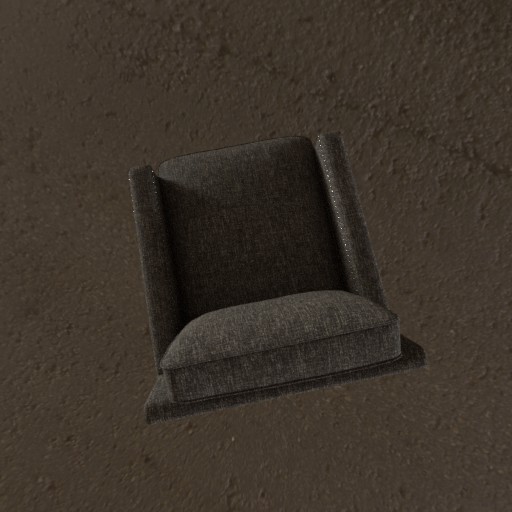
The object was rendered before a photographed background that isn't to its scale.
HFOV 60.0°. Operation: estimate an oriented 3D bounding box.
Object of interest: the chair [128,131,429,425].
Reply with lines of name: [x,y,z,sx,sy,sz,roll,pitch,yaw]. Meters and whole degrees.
chair: [0.000,0.000,1.719,0.853,0.943,1.014,-11,77,-3]
